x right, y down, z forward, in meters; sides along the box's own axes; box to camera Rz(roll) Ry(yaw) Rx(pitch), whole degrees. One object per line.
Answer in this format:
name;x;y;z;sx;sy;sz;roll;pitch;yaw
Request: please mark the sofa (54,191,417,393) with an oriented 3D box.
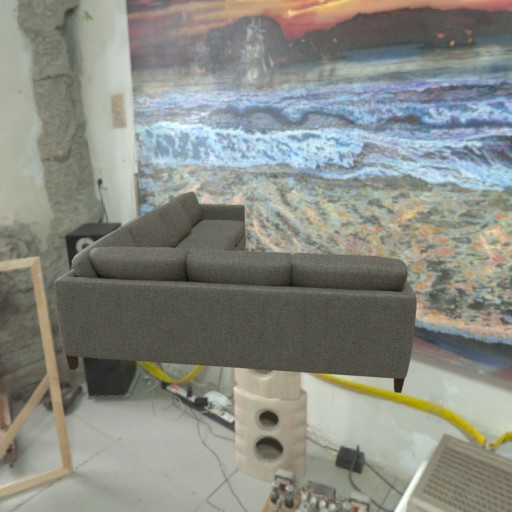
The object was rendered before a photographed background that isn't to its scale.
sofa;0.000;0.000;4.657;2.593;0.947;3.302;2;17;7
